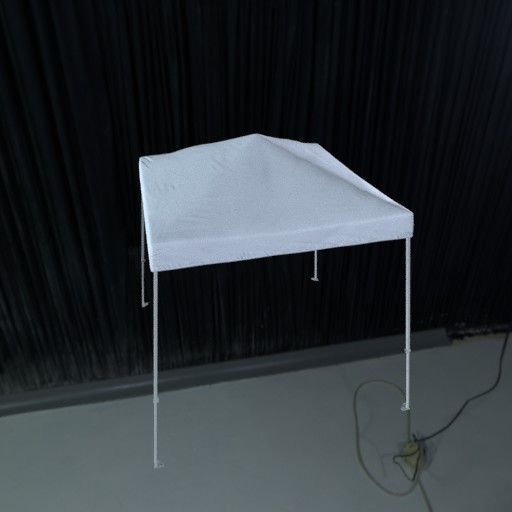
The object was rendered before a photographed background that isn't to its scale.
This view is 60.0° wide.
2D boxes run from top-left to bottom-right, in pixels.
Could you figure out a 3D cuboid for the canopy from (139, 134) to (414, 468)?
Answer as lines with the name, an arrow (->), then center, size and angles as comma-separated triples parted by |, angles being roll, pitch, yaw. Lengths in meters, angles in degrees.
canopy -> 0.000, 0.000, 6.562 | 3.599, 3.600, 3.600 | -8, 31, -13
